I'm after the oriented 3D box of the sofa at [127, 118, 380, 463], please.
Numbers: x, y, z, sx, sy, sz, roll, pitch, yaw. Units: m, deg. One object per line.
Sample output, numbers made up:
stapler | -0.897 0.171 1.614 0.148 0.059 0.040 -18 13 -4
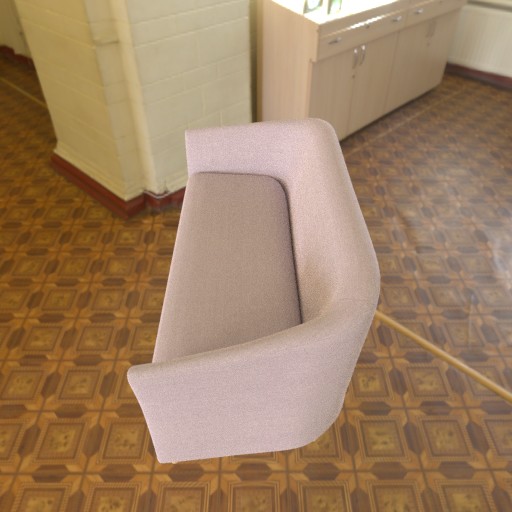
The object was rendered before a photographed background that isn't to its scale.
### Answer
sofa | 0.000 0.000 1.829 0.705 0.721 1.452 0 41 -1
